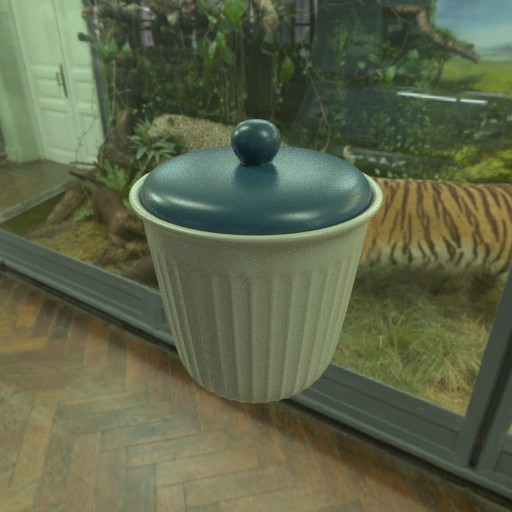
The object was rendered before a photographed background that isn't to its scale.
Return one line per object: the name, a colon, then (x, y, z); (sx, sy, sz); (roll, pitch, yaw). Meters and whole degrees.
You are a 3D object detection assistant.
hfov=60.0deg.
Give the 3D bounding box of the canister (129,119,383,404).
canister: (0.000, 0.000, 0.352); (0.181, 0.211, 0.181); (0, 28, 0)
